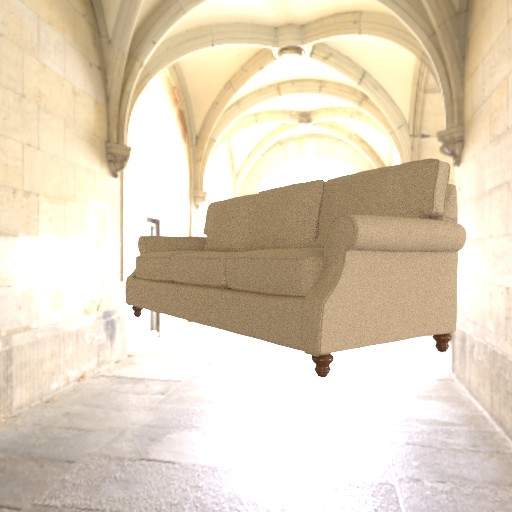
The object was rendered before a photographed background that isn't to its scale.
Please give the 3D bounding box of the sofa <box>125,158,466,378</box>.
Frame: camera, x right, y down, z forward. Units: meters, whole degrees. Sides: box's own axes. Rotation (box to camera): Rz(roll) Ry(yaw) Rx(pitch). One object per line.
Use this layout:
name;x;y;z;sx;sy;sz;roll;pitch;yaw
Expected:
sofa;0.000;0.000;2.801;0.966;0.948;2.354;0;0;-35
